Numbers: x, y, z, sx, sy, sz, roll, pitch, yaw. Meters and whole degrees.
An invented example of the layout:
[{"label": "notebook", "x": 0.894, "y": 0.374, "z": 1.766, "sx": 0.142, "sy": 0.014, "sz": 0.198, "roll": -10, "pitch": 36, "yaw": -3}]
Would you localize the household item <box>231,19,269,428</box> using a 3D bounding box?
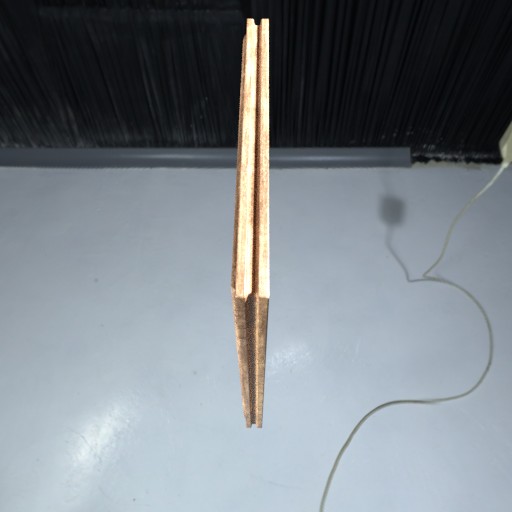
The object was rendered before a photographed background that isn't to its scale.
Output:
[{"label": "household item", "x": 0.000, "y": 0.000, "z": 0.315, "sx": 0.018, "sy": 0.237, "sz": 0.186, "roll": 1, "pitch": 58, "yaw": 0}]
